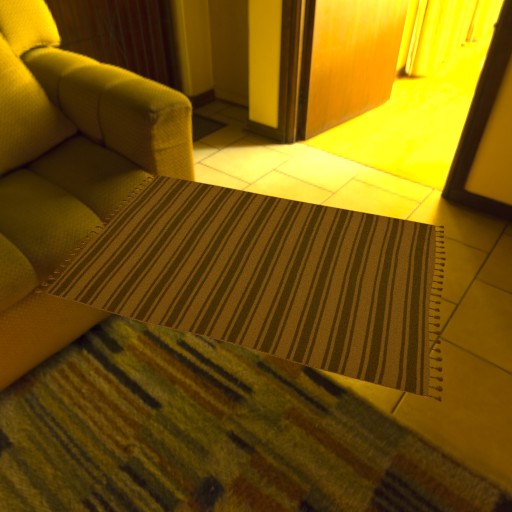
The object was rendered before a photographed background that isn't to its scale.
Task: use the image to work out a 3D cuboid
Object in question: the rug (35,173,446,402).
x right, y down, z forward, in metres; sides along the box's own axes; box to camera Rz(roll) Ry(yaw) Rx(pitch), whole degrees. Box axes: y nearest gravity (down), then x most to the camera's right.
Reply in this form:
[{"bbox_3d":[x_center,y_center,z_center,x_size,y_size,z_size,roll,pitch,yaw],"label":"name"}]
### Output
[{"bbox_3d":[0.000,0.000,2.306,1.875,0.013,1.162,12,42,14],"label":"rug"}]
